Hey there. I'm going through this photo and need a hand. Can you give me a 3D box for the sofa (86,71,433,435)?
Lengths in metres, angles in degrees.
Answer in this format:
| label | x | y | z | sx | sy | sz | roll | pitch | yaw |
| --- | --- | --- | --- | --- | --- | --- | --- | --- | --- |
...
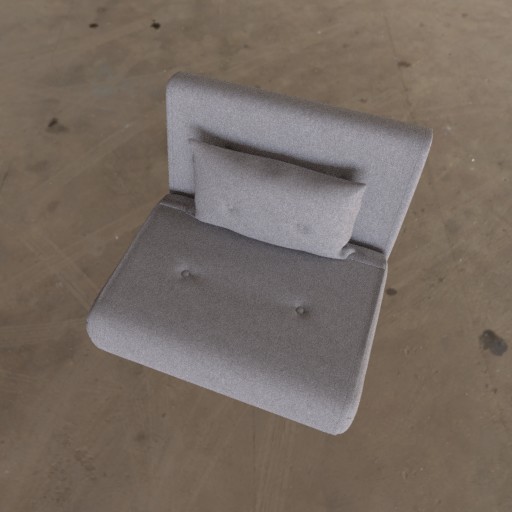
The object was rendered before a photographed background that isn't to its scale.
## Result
| label | x | y | z | sx | sy | sz | roll | pitch | yaw |
| --- | --- | --- | --- | --- | --- | --- | --- | --- | --- |
| sofa | 0.000 | 0.000 | 1.731 | 1.020 | 0.825 | 1.000 | 17 | 59 | 11 |
